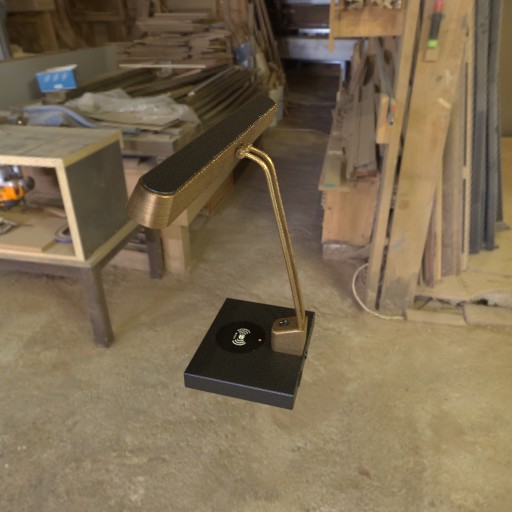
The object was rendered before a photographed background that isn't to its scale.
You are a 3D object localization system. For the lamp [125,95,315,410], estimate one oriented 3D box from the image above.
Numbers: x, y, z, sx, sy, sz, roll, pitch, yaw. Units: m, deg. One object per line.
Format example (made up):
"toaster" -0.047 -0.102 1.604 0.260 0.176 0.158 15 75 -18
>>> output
"lamp" 0.000 0.000 0.595 0.156 0.345 0.412 8 31 13
